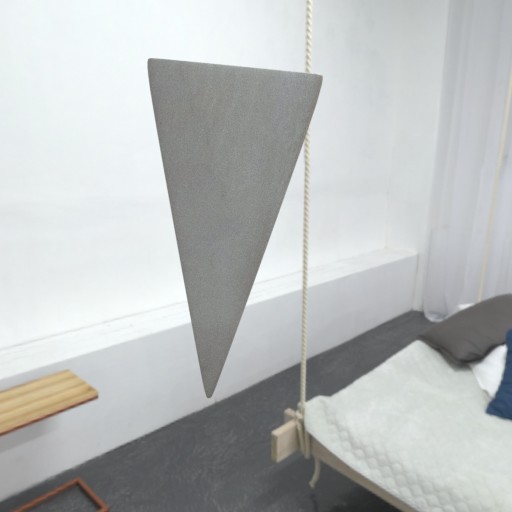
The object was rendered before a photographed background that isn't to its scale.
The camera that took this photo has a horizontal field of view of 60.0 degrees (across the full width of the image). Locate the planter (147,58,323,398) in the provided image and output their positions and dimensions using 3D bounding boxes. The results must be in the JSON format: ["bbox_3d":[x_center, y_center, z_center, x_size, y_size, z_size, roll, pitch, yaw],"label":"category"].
[{"bbox_3d":[0.000,0.000,0.163,0.047,0.130,0.058,7,16,26],"label":"planter"}]
